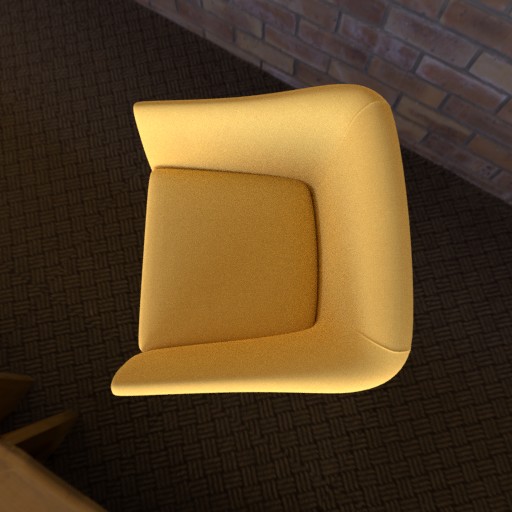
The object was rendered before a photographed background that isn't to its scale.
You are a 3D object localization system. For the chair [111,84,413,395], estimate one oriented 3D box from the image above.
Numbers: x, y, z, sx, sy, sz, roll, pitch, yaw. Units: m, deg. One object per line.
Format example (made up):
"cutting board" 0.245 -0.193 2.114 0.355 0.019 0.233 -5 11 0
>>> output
"chair" 0.000 0.000 1.345 0.700 0.720 0.790 0 75 0
